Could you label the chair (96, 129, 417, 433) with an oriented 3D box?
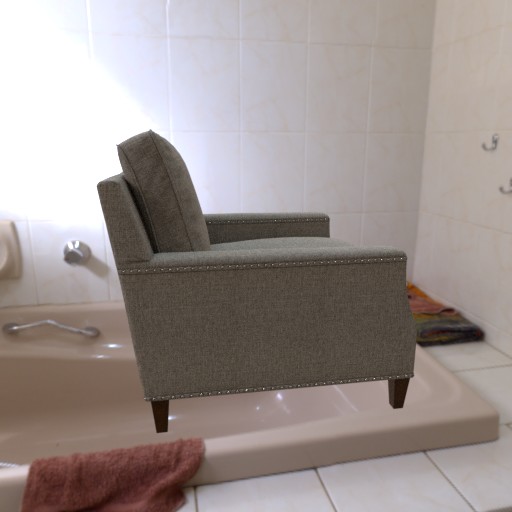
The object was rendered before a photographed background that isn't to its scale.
[{"bbox_3d":[0.000,0.000,1.753,1.014,0.943,0.853,-2,14,-9],"label":"chair"}]
